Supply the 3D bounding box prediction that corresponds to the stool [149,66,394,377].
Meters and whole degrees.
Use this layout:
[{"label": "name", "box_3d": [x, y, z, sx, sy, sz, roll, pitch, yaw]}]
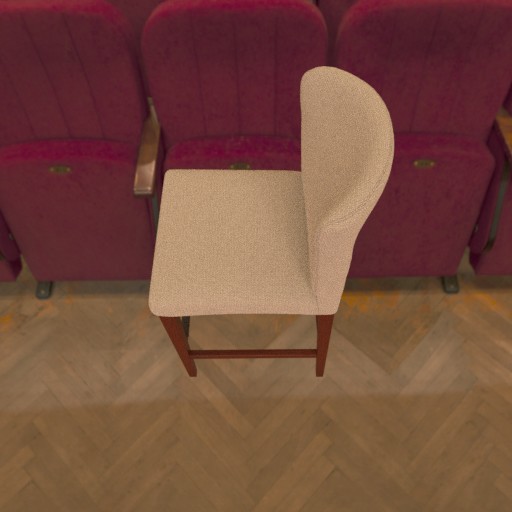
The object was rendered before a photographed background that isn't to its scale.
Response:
[{"label": "stool", "box_3d": [0.000, 0.000, 1.365, 0.568, 1.069, 0.481, 0, 59, 0]}]
